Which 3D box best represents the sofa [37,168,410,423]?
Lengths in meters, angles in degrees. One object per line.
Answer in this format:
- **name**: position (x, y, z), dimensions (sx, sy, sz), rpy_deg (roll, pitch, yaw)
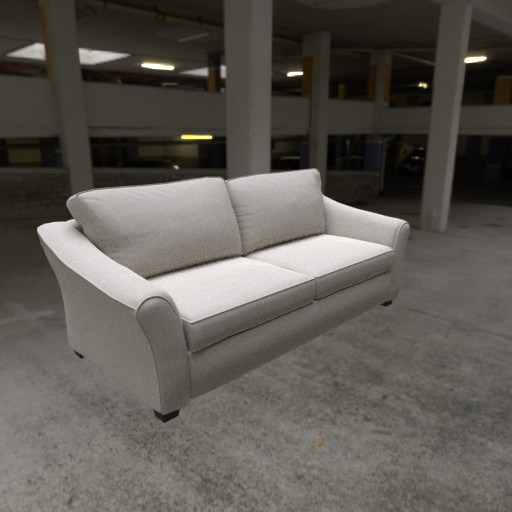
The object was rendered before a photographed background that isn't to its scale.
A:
- **sofa**: position (0.000, 0.000, 2.785), dimensions (2.270, 0.965, 0.980), rpy_deg (-15, 22, -42)
